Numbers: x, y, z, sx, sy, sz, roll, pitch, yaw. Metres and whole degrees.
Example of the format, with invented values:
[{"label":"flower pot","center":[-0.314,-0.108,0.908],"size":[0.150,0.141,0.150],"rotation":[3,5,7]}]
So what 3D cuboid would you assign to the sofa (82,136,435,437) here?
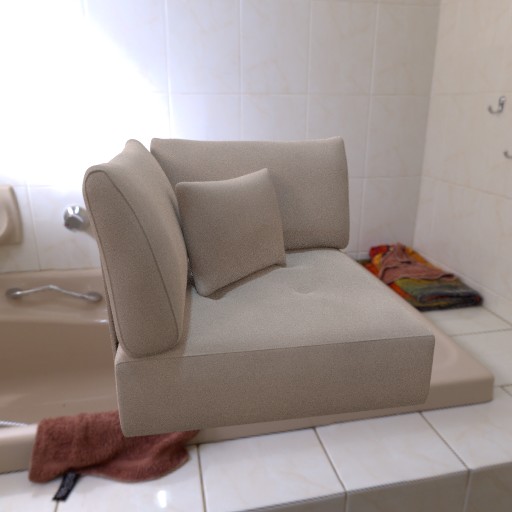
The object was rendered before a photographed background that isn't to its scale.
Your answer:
[{"label":"sofa","center":[0.000,0.000,1.679],"size":[1.000,0.820,1.000],"rotation":[-3,19,-9]}]
